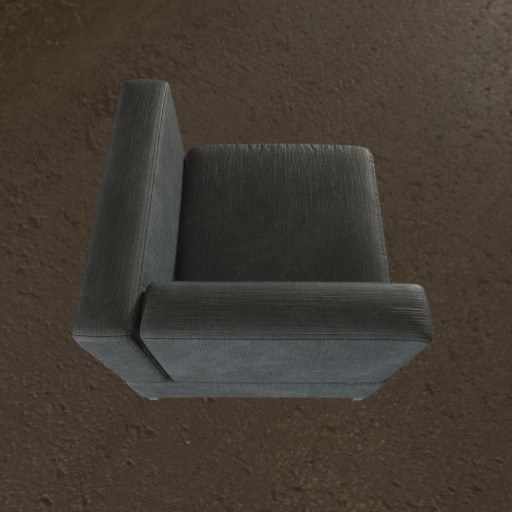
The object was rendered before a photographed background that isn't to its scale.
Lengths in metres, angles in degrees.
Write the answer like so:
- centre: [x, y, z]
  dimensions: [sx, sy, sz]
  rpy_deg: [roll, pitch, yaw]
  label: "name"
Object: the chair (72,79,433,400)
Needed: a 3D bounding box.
- centre: [0.000, 0.000, 1.199]
  dimensions: [0.680, 0.660, 0.680]
  rpy_deg: [0, 63, 0]
  label: "chair"
